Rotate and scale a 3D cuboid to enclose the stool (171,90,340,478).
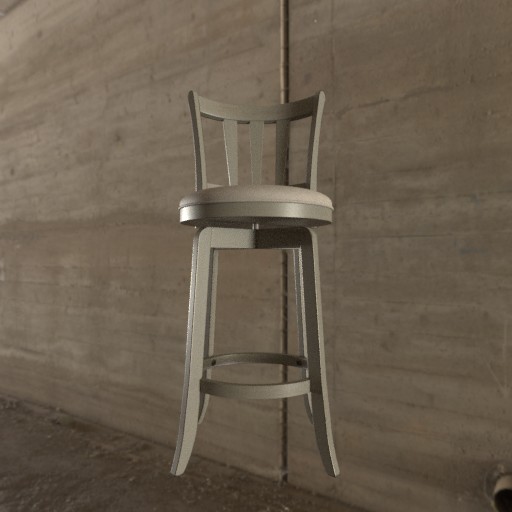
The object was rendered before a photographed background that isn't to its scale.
[{"bbox_3d":[0.000,0.000,1.246,0.436,1.042,0.475,0,-1,1],"label":"stool"}]
